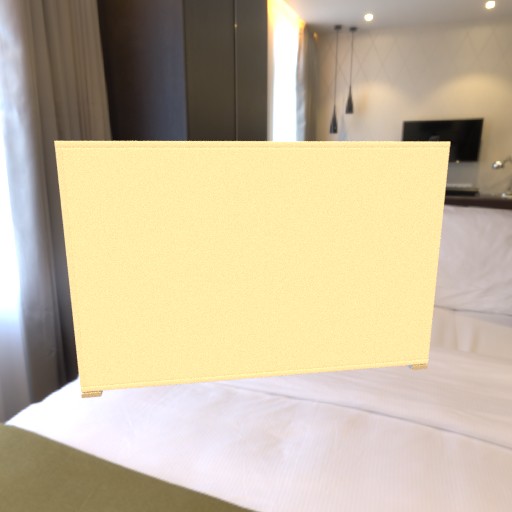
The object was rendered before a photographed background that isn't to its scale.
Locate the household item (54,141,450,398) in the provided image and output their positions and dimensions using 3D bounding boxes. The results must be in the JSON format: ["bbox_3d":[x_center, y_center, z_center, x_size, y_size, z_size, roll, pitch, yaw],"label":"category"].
[{"bbox_3d":[0.000,0.000,1.742,1.300,0.867,0.420,-2,14,-9],"label":"household item"}]
